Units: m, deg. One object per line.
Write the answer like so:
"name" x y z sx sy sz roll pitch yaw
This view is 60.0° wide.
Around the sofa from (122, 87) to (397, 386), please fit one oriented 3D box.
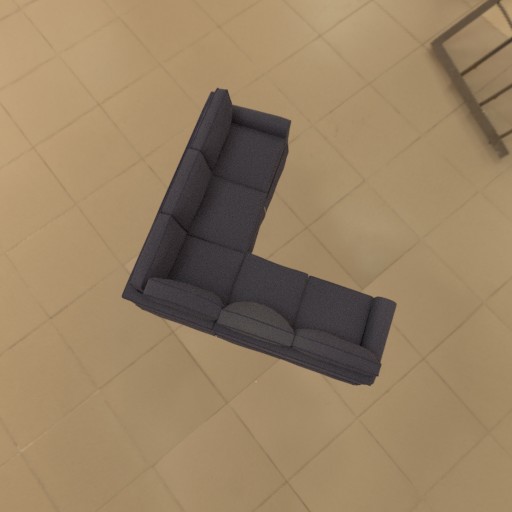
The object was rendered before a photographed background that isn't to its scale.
"sofa" 0.000 0.000 5.120 2.874 1.169 3.773 -38 78 -10
